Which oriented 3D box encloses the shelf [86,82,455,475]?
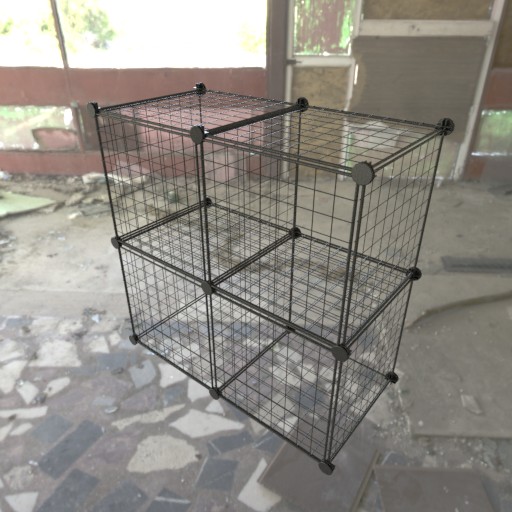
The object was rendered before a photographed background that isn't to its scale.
[{"bbox_3d":[0.000,0.000,1.111,0.711,0.711,0.356,22,37,33],"label":"shelf"}]
